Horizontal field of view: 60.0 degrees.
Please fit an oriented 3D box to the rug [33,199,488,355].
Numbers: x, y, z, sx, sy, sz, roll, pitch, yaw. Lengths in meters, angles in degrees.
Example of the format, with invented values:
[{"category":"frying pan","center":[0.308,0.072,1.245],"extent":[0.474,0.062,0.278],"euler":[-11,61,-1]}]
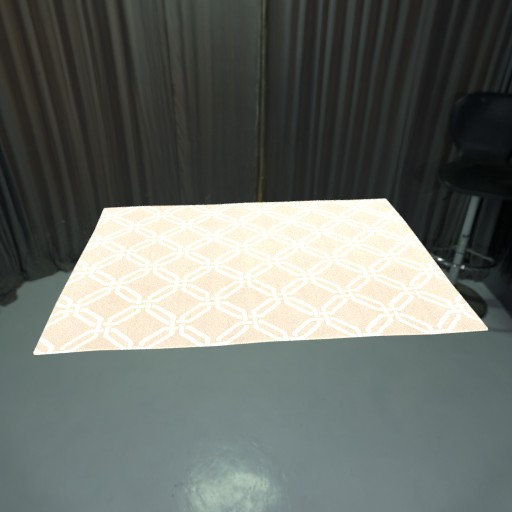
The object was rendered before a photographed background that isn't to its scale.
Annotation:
[{"category":"rug","center":[0.000,0.000,2.687],"extent":[2.135,0.013,1.524],"euler":[-2,32,-4]}]
